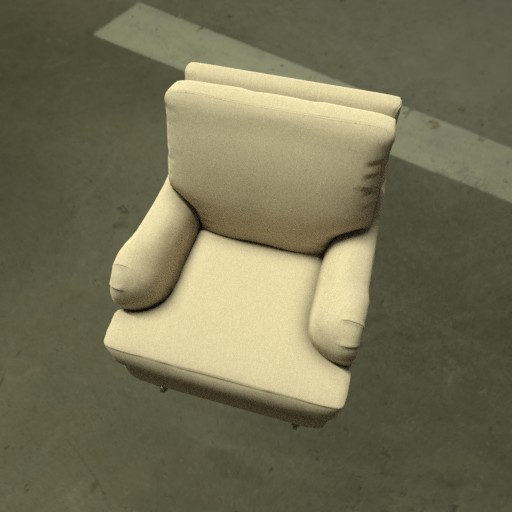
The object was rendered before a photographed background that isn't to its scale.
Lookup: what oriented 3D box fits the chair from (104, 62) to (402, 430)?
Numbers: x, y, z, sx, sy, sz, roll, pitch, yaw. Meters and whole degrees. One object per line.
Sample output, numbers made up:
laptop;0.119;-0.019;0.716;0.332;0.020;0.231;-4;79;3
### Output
chair;0.000;0.000;1.777;0.895;1.076;1.078;13;58;8
